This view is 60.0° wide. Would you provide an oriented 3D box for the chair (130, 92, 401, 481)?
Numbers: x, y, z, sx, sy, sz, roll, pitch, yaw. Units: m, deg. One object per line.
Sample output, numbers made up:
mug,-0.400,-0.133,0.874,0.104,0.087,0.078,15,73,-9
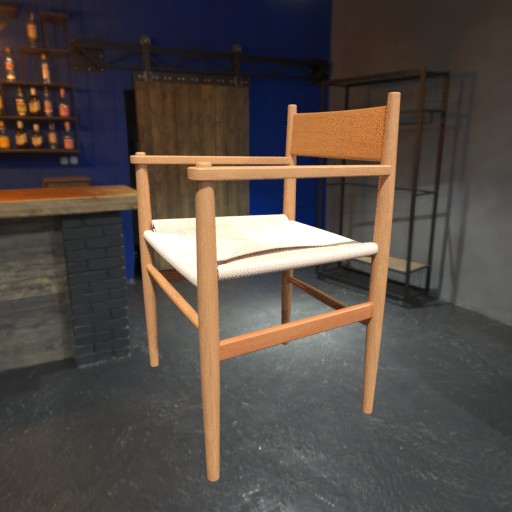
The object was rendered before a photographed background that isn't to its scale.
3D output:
chair,0.000,0.000,1.121,0.495,0.762,0.556,-7,17,-25
